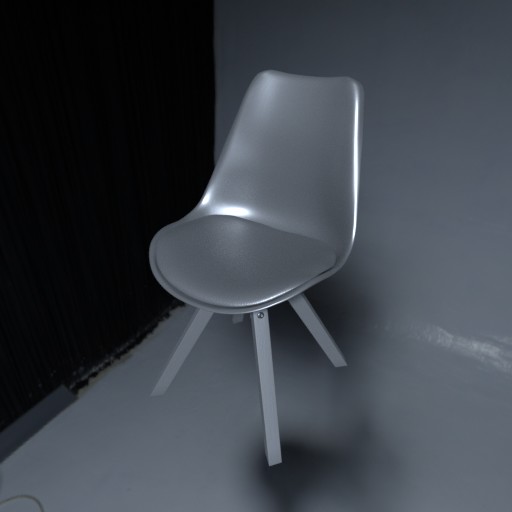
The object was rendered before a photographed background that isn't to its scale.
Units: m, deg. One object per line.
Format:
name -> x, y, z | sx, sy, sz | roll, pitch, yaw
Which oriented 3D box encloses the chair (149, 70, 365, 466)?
chair -> 0.000, 0.000, 1.176 | 0.485, 0.850, 0.530 | 18, 35, 28
